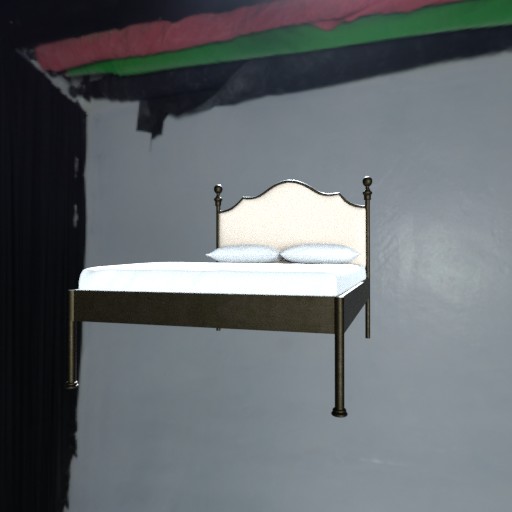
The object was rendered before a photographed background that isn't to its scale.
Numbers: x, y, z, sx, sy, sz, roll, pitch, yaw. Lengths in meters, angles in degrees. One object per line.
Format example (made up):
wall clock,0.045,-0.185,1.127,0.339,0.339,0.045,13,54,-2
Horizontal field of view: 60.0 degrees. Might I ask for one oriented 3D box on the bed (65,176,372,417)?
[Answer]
bed,0.000,0.000,3.208,1.533,1.462,2.170,0,-1,17
